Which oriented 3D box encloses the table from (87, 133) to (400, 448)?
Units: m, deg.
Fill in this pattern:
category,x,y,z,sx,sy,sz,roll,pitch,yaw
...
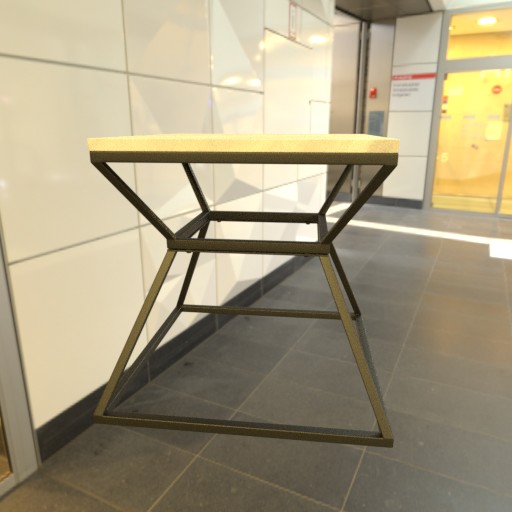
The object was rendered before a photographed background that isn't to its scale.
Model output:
category,x,y,z,sx,sy,sz,roll,pitch,yaw
table,0.000,0.000,0.822,0.455,0.431,0.455,2,16,7
